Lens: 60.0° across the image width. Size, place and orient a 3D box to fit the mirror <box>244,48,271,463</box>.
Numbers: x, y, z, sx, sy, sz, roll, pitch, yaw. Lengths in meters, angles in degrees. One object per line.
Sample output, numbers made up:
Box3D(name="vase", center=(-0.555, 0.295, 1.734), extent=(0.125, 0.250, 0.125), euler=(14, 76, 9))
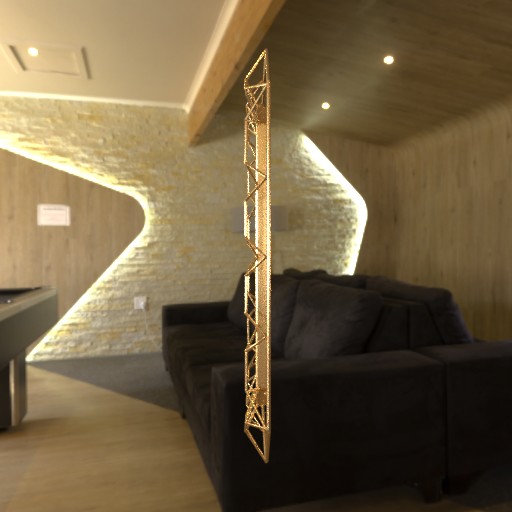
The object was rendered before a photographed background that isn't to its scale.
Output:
Box3D(name="mirror", center=(0.000, 0.000, 1.089), extent=(0.051, 0.870, 0.572), euler=(0, 0, 0))
